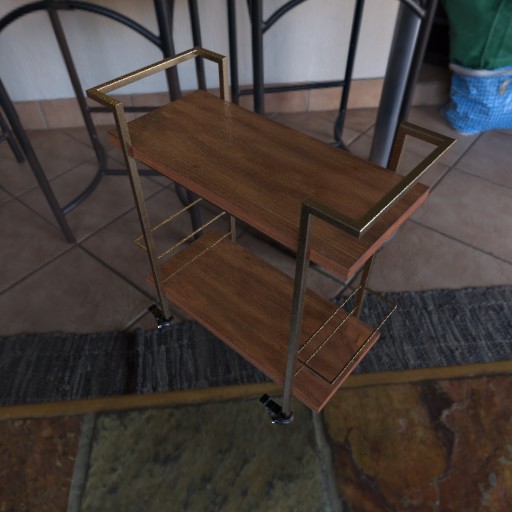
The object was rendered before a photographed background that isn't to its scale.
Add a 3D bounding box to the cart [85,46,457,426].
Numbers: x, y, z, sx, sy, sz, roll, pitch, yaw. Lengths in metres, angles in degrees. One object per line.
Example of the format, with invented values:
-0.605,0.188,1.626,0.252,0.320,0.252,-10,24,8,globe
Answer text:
0.000,0.000,1.165,0.695,0.807,0.364,32,53,27,cart
